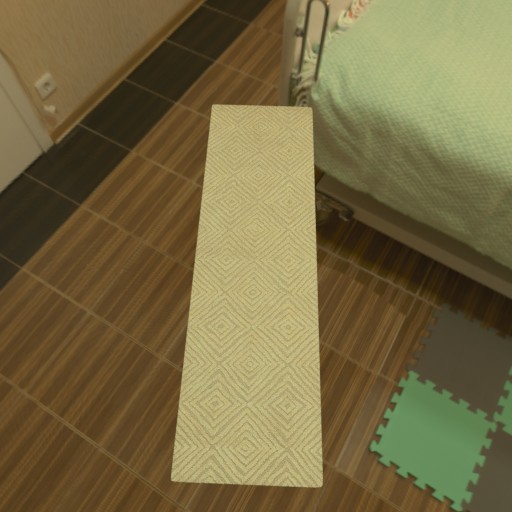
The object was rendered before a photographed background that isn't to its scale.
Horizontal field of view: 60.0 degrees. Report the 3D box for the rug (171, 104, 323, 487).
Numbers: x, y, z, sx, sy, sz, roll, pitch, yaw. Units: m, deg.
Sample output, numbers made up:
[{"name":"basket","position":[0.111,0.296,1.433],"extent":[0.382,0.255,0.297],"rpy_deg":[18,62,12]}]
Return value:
[{"name":"rug","position":[0.000,0.000,2.482],"extent":[0.676,0.008,2.277],"rpy_deg":[2,63,1]}]
